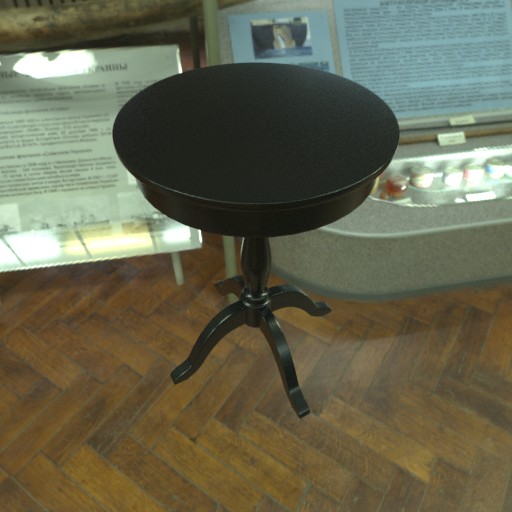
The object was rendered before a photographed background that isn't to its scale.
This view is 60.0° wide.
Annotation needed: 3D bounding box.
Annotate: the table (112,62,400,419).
[{"bbox_3d":[0.000,0.000,0.985,0.481,0.665,0.481,0,45,0],"label":"table"}]
